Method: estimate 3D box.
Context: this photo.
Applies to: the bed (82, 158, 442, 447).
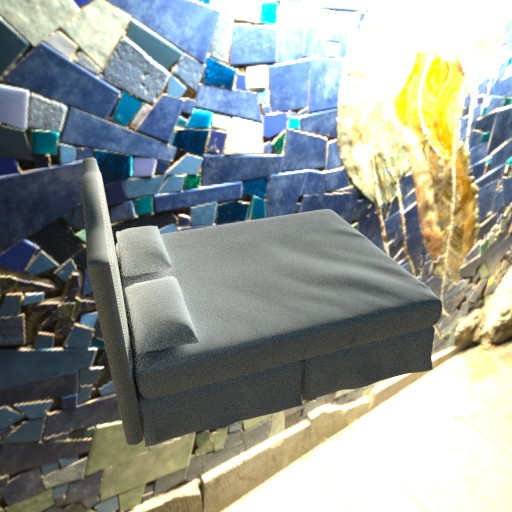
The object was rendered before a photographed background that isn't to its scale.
[{"bbox_3d":[0.000,0.000,3.414,2.282,1.436,1.821,-10,32,-17],"label":"bed"}]
